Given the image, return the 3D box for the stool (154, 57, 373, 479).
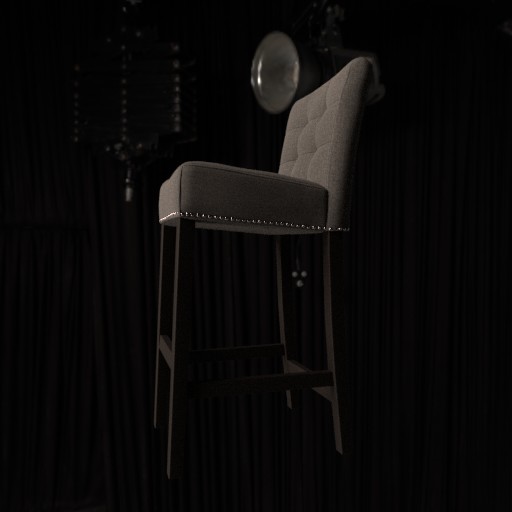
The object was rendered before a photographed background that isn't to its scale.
[{"bbox_3d":[0.000,0.000,1.278,0.548,1.047,0.411,0,1,-19],"label":"stool"}]
